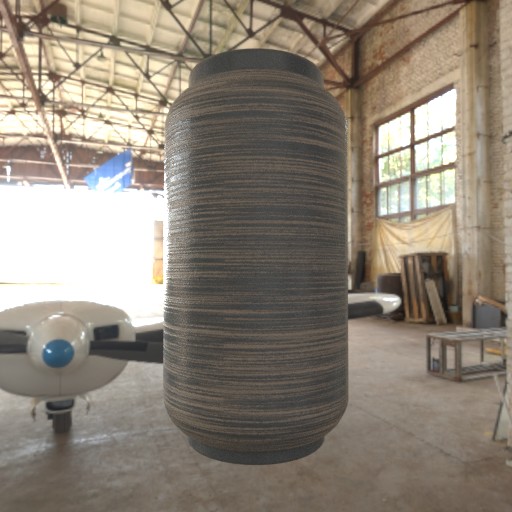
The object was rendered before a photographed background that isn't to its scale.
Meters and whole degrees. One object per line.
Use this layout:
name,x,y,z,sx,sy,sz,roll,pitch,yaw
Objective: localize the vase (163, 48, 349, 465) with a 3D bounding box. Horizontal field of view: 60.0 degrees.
vase,0.000,0.000,0.286,0.116,0.230,0.116,0,-1,0
